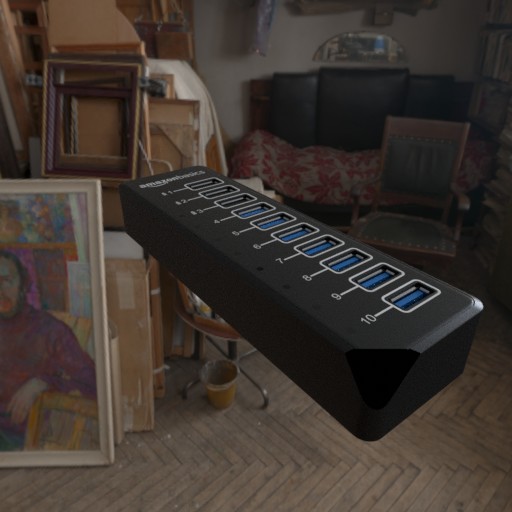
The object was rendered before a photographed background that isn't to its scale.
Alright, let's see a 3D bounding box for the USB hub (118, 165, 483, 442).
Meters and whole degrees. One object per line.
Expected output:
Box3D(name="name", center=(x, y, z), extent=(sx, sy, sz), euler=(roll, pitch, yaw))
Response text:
Box3D(name="USB hub", center=(0.000, 0.000, 0.160), extent=(0.044, 0.023, 0.145), euler=(-21, 36, -32))
